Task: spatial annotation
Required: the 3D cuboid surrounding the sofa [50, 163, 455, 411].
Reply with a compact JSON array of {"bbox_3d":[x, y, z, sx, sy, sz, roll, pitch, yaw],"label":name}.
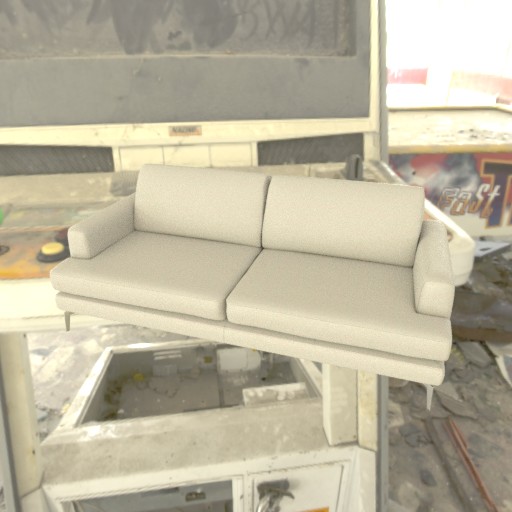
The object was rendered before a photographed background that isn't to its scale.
[{"bbox_3d":[0.000,0.000,2.395,1.940,0.765,0.974,8,27,16],"label":"sofa"}]
